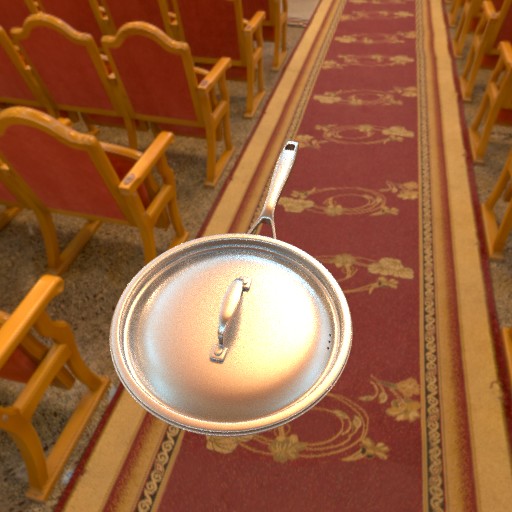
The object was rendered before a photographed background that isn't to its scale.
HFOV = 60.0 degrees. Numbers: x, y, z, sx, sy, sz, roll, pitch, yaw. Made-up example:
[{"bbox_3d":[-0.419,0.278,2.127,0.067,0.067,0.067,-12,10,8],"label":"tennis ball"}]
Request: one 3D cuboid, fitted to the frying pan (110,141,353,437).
[{"bbox_3d":[0.000,0.000,0.586,0.272,0.086,0.490,11,47,10],"label":"frying pan"}]
